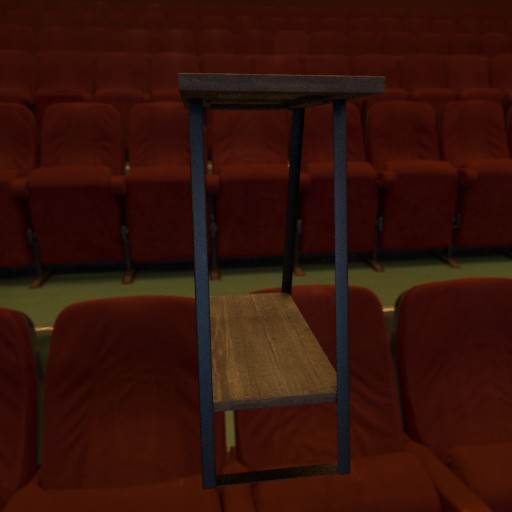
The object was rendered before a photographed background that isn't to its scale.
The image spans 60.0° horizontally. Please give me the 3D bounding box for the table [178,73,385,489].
[{"bbox_3d":[0.000,0.000,1.007,0.300,0.701,0.599,-2,16,-8],"label":"table"}]
